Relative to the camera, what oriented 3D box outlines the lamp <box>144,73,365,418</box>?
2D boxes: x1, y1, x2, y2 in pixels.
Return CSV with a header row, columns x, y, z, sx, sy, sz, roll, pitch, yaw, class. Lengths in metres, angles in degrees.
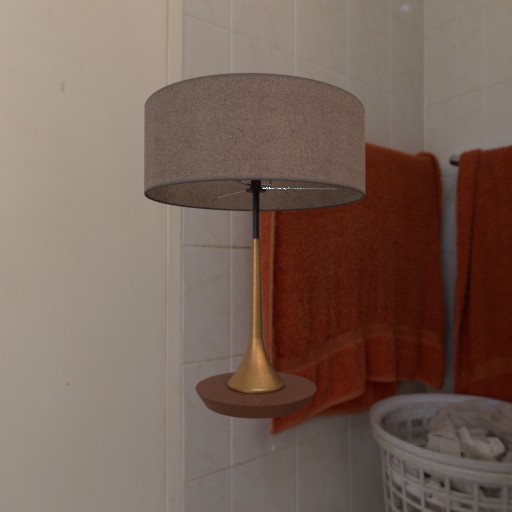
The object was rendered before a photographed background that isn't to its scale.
x,y,z,sx,sy,sz,roll,pitch,yaw,class
0.000,0.000,0.845,0.417,0.551,0.396,1,-1,-35,lamp
